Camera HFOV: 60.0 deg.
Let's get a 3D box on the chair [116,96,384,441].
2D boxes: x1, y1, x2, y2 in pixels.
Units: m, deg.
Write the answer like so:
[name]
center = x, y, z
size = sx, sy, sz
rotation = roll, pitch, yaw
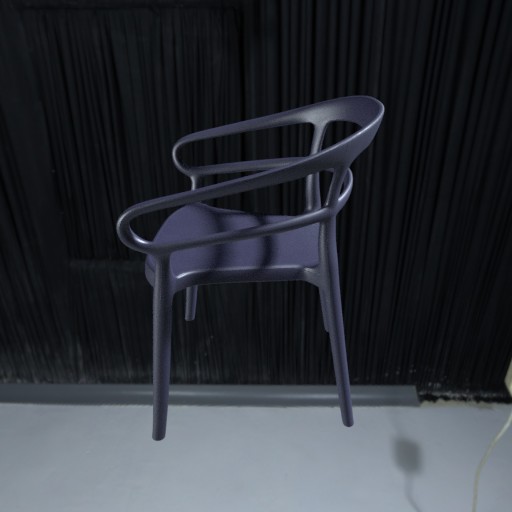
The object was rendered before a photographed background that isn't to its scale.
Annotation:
[chair]
center = 0.000, 0.000, 1.132
size = 0.527, 0.761, 0.559
rotation = 1, 28, 1
